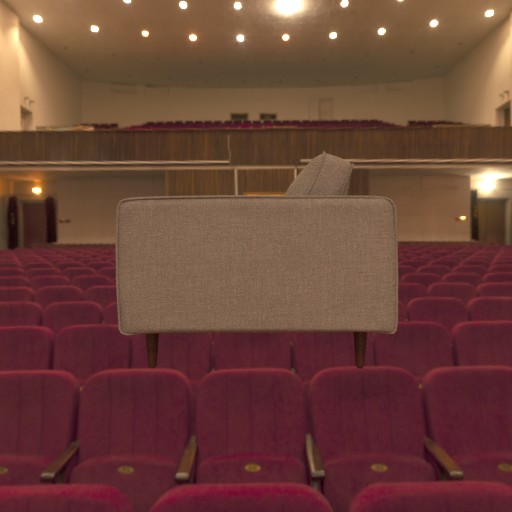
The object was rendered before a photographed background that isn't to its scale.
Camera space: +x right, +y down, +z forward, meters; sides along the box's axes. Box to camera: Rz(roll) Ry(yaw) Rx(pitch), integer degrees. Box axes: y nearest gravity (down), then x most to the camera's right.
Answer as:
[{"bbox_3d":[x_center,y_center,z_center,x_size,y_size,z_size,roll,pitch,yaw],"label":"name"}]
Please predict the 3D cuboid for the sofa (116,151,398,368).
[{"bbox_3d":[0.000,0.000,2.321,0.914,0.762,1.879,0,1,0],"label":"sofa"}]
